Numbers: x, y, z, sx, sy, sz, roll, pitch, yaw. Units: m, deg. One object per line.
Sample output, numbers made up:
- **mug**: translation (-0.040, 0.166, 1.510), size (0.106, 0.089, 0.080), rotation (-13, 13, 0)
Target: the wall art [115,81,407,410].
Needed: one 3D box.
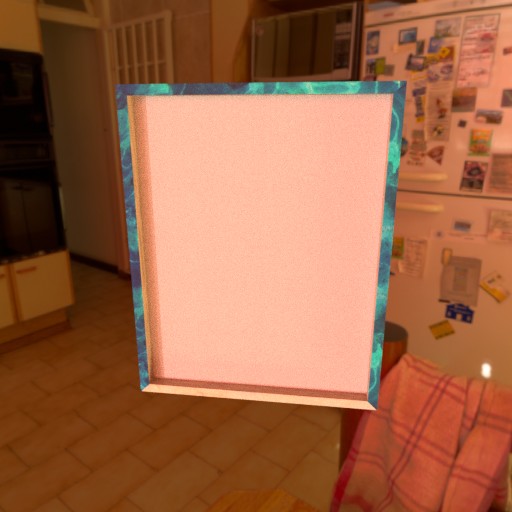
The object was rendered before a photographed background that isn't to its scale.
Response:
- **wall art**: translation (0.000, 0.000, 1.044), size (0.609, 0.760, 0.038), rotation (2, 17, 7)
